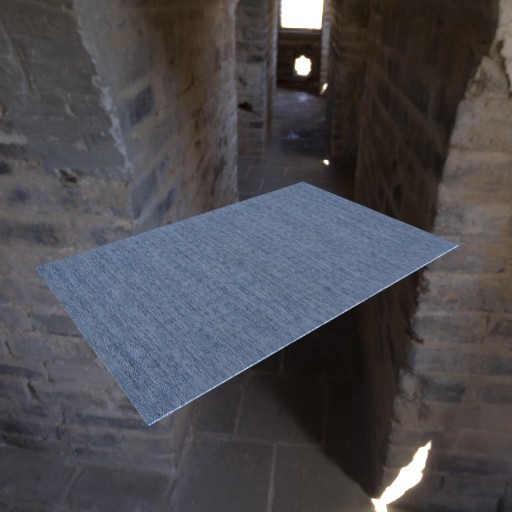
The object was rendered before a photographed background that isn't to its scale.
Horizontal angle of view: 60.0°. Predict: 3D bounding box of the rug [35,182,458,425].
[{"bbox_3d":[0.000,0.000,2.183,1.752,0.006,1.142,-22,37,-33],"label":"rug"}]
